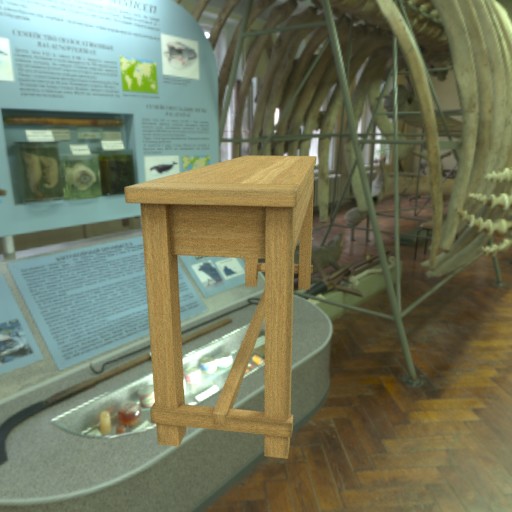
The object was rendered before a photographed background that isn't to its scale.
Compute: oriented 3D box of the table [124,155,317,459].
[{"bbox_3d":[0.000,0.000,1.892,0.442,0.762,1.599,2,16,9],"label":"table"}]
